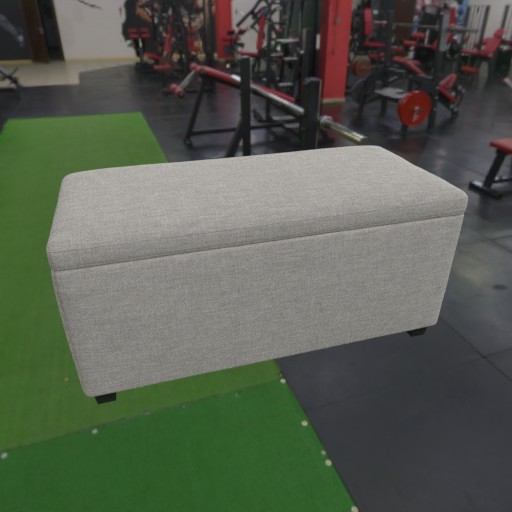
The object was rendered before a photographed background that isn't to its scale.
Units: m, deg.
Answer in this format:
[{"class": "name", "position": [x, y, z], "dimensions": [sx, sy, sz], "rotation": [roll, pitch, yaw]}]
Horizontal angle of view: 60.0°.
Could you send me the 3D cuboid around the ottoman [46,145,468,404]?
[{"class": "ottoman", "position": [0.000, 0.000, 1.133], "dimensions": [0.902, 0.432, 0.419], "rotation": [-8, 31, -14]}]
